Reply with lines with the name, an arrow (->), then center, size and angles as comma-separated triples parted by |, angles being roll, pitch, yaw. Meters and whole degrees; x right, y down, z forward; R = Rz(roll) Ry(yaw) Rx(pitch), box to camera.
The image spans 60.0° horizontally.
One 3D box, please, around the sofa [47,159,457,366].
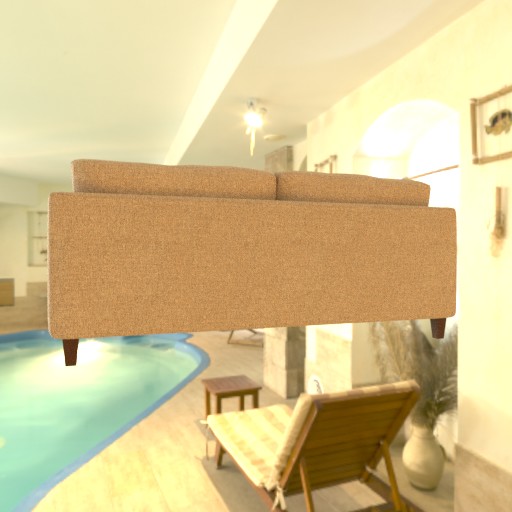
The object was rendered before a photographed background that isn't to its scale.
sofa -> 0.000, 0.000, 2.684 | 2.208, 0.965, 0.951 | 0, 0, -18
